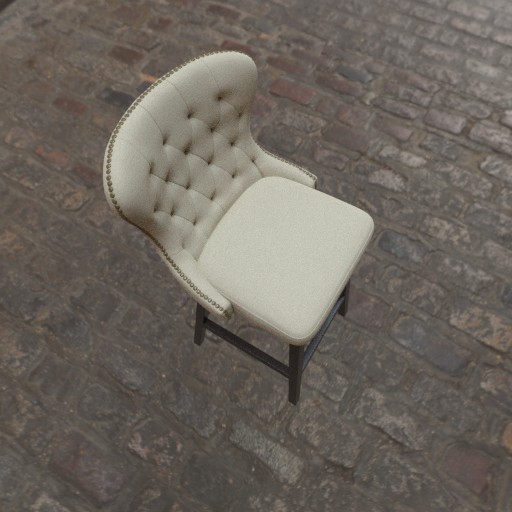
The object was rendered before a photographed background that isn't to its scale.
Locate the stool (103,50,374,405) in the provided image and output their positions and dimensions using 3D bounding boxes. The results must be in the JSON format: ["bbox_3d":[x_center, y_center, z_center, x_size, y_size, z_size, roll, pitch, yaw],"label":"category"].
[{"bbox_3d":[0.000,0.000,1.327,0.593,0.971,0.528,28,64,15],"label":"stool"}]
